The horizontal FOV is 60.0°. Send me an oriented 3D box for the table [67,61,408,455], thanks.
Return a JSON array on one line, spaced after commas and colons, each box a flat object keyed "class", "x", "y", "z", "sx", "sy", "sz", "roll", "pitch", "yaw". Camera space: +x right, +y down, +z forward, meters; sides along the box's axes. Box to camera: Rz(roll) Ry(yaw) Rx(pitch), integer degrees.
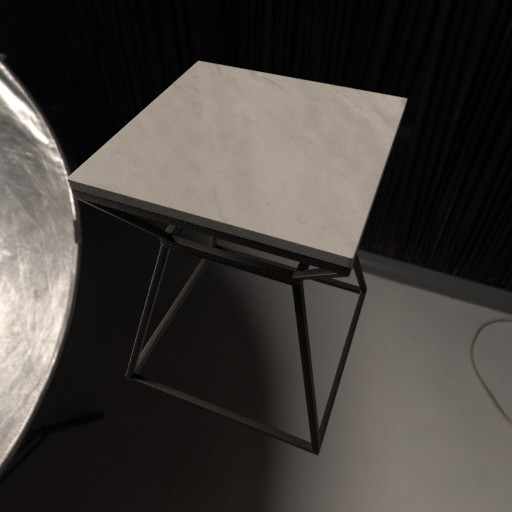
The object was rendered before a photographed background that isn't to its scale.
[{"class": "table", "x": 0.000, "y": 0.000, "z": 0.895, "sx": 0.455, "sy": 0.559, "sz": 0.455, "roll": 16, "pitch": 49, "yaw": 15}]
